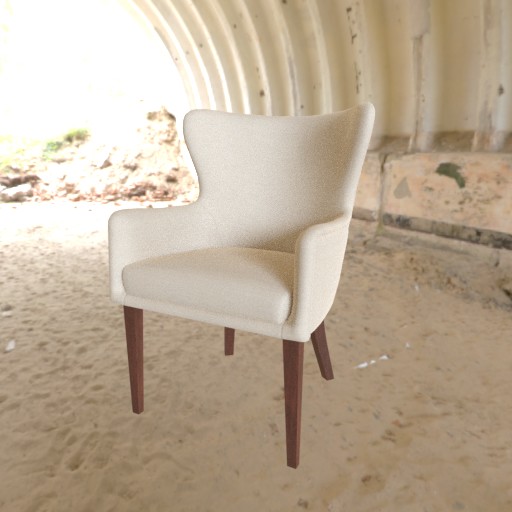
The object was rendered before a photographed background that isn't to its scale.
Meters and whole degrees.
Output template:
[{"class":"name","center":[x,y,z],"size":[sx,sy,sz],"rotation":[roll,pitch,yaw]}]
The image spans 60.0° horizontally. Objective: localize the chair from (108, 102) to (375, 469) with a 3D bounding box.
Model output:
[{"class":"chair","center":[0.000,0.000,1.509],"size":[0.696,0.990,0.744],"rotation":[7,16,26]}]
